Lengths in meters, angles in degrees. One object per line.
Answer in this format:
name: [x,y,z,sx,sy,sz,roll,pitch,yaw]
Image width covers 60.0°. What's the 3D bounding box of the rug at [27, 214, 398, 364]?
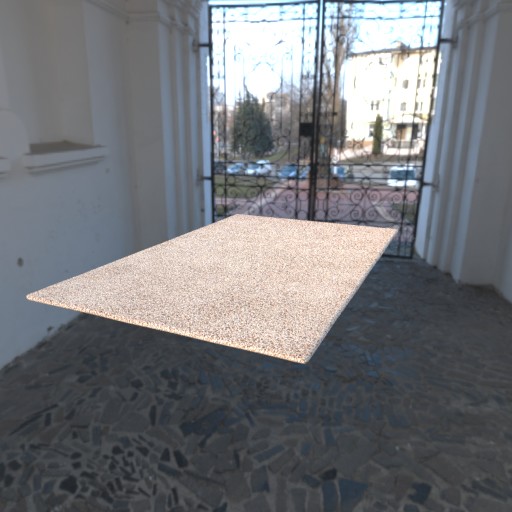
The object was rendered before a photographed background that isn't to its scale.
rug: [0.000,0.000,3.487,1.778,0.030,2.743,8,18,24]
